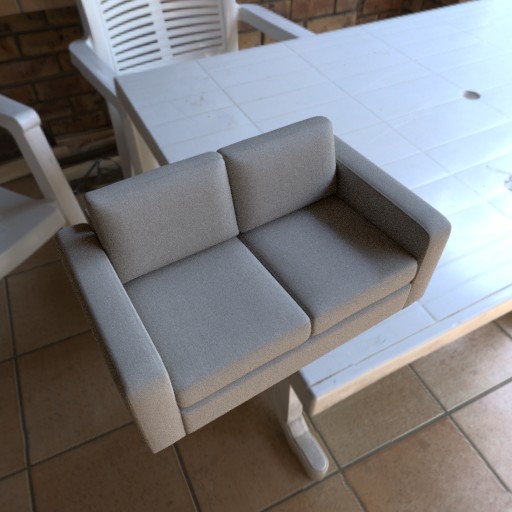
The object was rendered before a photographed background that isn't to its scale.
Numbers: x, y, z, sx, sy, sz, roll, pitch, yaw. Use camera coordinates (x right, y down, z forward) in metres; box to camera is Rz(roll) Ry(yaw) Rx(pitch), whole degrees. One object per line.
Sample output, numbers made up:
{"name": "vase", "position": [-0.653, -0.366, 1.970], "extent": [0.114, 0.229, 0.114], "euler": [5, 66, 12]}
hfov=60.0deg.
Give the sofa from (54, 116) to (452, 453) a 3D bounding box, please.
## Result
{"name": "sofa", "position": [0.000, 0.000, 2.051], "extent": [1.540, 0.800, 0.900], "euler": [-24, 52, -21]}
